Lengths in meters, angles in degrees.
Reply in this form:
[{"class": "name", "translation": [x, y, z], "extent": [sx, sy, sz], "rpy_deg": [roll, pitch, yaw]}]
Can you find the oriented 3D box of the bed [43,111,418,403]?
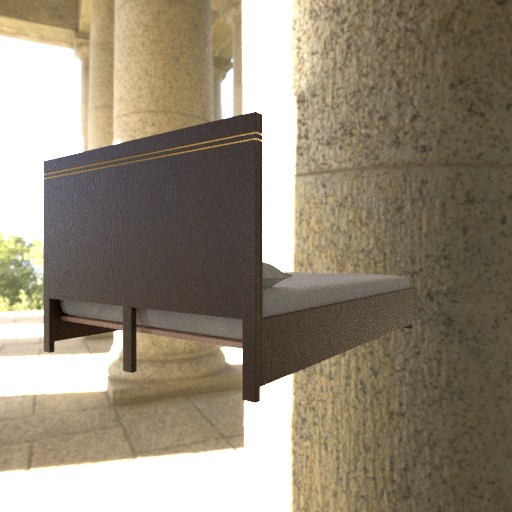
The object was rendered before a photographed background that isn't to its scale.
[{"class": "bed", "translation": [0.000, 0.000, 3.143], "extent": [1.613, 1.169, 2.221], "rpy_deg": [0, 0, 36]}]
